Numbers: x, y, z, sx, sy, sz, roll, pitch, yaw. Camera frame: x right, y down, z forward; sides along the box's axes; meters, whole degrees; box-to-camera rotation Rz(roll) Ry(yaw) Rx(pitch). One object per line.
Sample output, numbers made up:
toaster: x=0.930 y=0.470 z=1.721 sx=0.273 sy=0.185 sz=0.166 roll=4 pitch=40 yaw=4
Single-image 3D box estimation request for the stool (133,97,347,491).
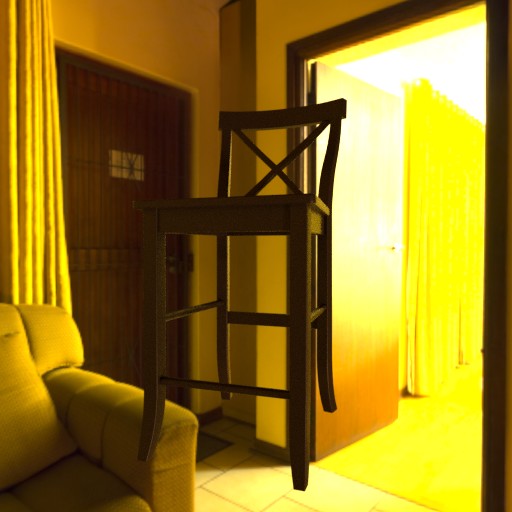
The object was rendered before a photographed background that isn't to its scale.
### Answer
stool: x=0.000 y=0.000 z=1.264 sx=0.452 sy=0.989 sz=0.559 roll=0 pitch=1 yaw=19
